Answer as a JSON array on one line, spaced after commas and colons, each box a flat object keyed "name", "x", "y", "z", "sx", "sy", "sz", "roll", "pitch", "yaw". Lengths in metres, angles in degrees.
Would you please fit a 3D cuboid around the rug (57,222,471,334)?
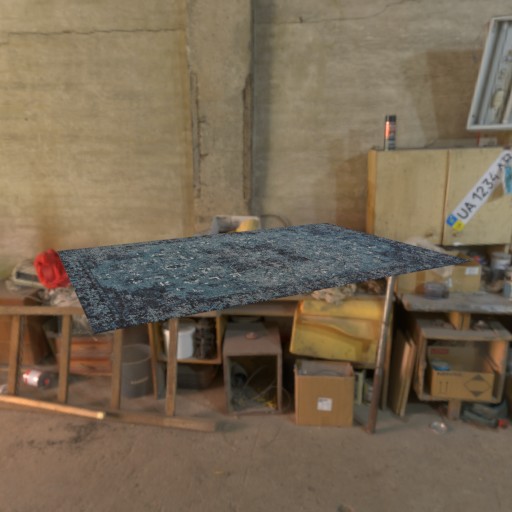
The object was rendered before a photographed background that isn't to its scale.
[{"name": "rug", "x": 0.000, "y": 0.000, "z": 2.340, "sx": 1.828, "sy": 0.005, "sz": 1.219, "roll": -8, "pitch": 17, "yaw": -28}]
